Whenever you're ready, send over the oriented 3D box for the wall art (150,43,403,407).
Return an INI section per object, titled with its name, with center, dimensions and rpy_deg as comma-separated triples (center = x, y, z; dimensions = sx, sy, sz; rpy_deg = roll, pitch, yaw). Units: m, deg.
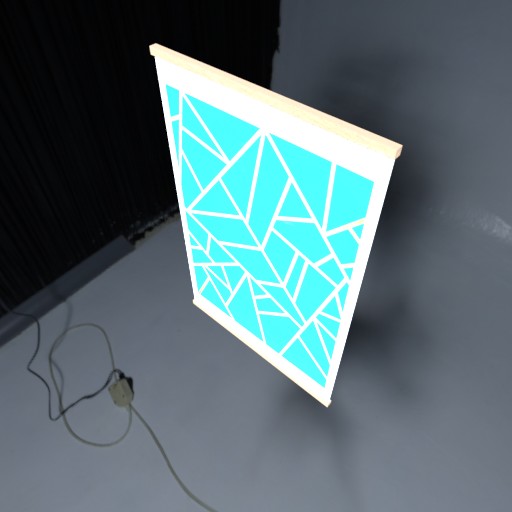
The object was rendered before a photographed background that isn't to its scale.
[wall art]
center = 0.000, 0.000, 1.923
dimensions = 0.990, 1.519, 0.030
rpy_deg = 33, 55, 27
